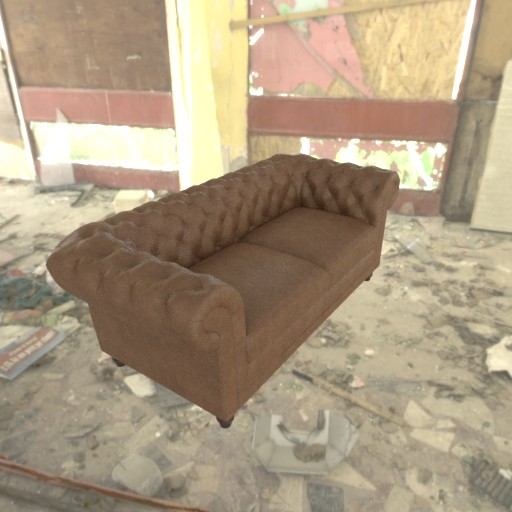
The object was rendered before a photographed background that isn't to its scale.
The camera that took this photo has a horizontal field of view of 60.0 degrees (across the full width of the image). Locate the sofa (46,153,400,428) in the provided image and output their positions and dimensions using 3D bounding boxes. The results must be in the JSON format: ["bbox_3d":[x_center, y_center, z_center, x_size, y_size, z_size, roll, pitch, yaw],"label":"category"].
[{"bbox_3d":[0.000,0.000,2.553,0.955,0.784,2.048,17,31,31],"label":"sofa"}]
